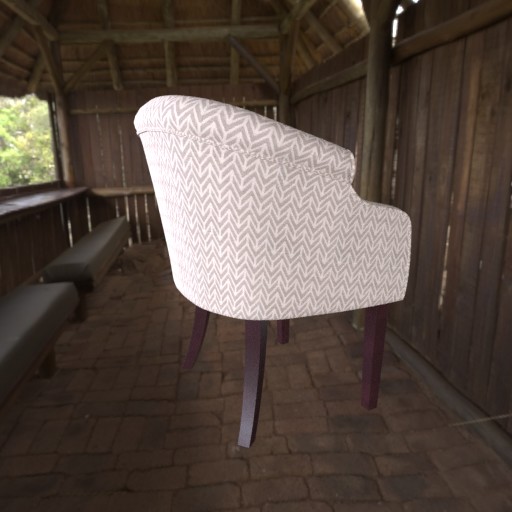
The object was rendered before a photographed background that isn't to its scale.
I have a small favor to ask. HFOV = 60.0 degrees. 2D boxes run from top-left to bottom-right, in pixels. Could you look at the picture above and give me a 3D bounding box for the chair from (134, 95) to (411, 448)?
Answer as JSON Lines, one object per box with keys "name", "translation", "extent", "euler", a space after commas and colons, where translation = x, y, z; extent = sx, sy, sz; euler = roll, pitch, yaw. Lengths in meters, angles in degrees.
{"name": "chair", "translation": [0.000, 0.000, 1.297], "extent": [0.613, 0.858, 0.686], "euler": [-7, 16, -27]}
